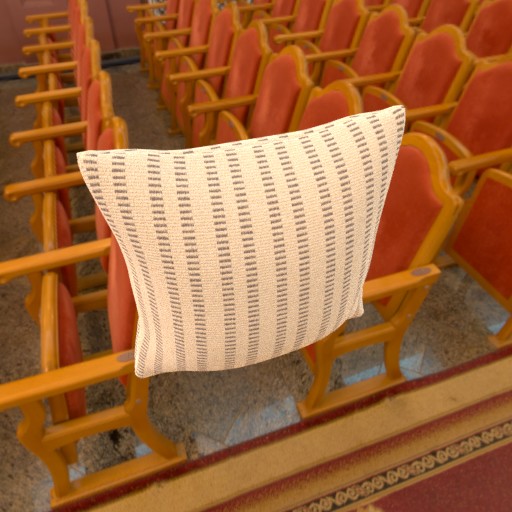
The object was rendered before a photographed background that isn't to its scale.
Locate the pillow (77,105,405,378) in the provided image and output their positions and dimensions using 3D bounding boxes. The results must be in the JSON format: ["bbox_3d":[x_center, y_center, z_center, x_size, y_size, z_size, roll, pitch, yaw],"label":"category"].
[{"bbox_3d":[0.000,0.000,0.684,0.438,0.419,0.247,-13,42,-15],"label":"pillow"}]
